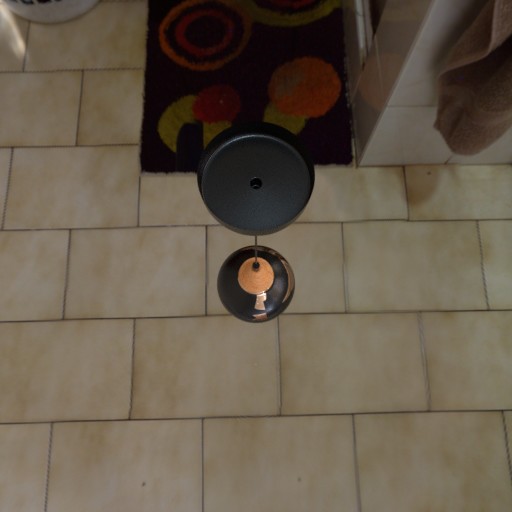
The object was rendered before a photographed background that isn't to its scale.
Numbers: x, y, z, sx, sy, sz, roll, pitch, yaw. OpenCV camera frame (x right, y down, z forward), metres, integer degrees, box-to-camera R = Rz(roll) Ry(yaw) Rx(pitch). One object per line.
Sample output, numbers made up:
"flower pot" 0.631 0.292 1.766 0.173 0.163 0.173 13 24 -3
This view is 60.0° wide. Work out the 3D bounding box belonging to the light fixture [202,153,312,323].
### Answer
"light fixture" 0.000 0.000 1.812 0.430 1.606 0.430 1 76 0
